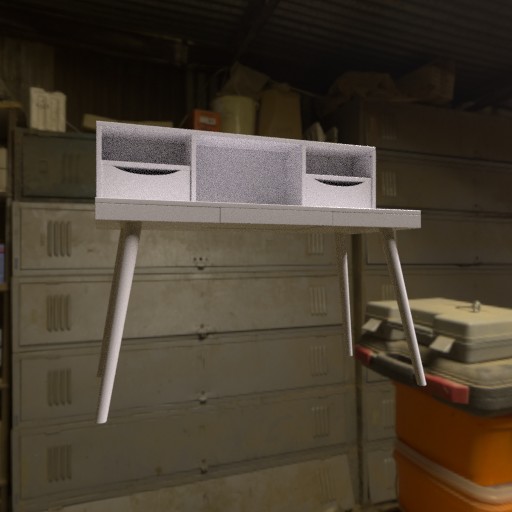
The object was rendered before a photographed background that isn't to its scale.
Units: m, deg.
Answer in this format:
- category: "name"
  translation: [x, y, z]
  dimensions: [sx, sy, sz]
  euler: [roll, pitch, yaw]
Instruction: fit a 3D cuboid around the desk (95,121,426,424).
- category: "desk"
  translation: [0.000, 0.000, 1.763]
  dimensions: [1.199, 0.990, 0.559]
  euler: [0, 0, -19]
